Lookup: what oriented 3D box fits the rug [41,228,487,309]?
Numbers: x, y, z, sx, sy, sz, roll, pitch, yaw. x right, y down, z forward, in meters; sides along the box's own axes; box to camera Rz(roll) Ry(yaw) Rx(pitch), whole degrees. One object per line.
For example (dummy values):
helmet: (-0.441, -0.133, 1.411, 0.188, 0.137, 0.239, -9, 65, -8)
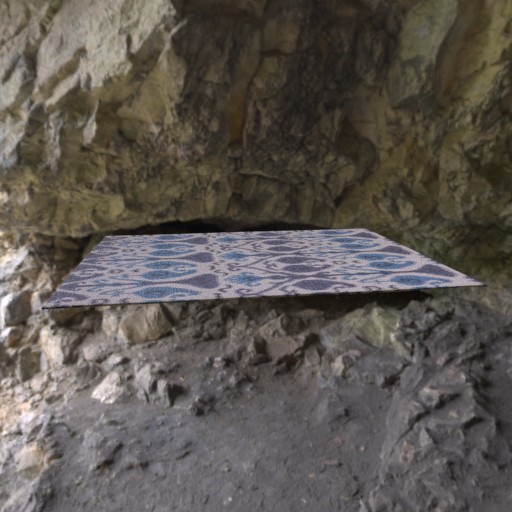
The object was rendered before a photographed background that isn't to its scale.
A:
rug: (0.000, 0.000, 3.002, 2.261, 0.013, 1.676, -2, 14, -8)
